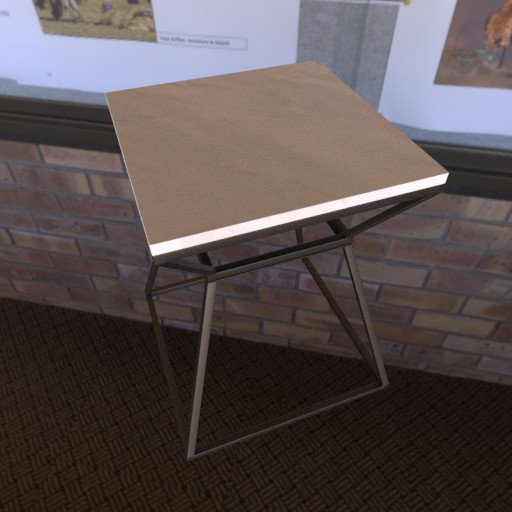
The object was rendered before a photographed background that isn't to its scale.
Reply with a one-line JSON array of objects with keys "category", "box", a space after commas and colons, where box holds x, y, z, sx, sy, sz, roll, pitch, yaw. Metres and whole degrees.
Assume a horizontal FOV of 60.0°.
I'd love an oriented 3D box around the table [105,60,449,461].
[{"category": "table", "box": [0.000, 0.000, 0.877, 0.455, 0.559, 0.455, -15, 47, -14]}]
